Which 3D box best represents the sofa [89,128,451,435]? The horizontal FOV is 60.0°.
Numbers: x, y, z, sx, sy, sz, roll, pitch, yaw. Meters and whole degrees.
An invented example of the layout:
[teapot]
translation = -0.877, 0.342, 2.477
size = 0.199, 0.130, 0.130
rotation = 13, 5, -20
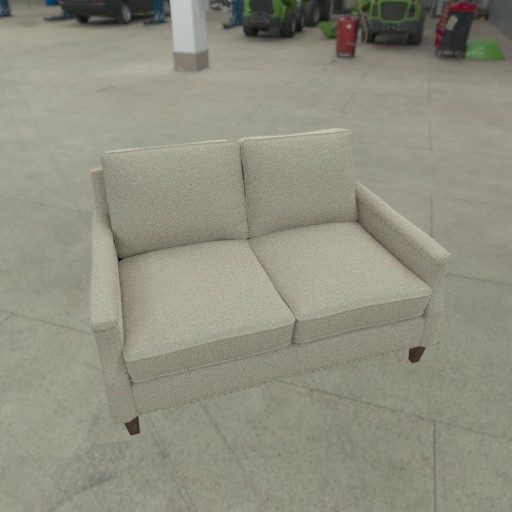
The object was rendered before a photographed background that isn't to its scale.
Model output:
[sofa]
translation = 0.000, 0.000, 2.266
size = 1.597, 1.003, 1.084
rotation = -10, 34, -14
